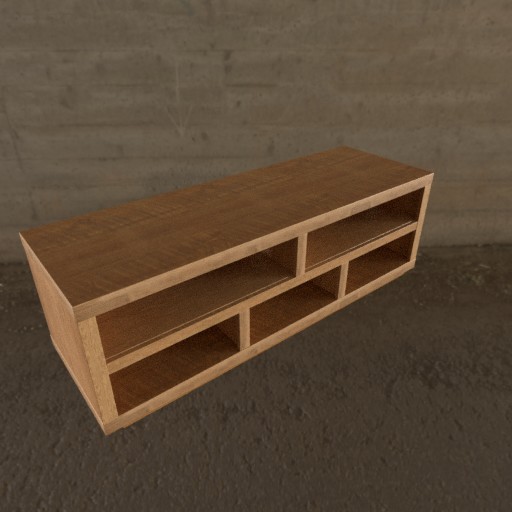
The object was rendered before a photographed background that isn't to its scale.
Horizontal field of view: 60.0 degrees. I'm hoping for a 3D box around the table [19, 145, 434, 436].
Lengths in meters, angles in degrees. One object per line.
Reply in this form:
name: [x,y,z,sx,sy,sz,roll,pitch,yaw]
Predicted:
table: [0.000,0.000,1.742,1.499,0.491,0.499,-22,37,-32]
